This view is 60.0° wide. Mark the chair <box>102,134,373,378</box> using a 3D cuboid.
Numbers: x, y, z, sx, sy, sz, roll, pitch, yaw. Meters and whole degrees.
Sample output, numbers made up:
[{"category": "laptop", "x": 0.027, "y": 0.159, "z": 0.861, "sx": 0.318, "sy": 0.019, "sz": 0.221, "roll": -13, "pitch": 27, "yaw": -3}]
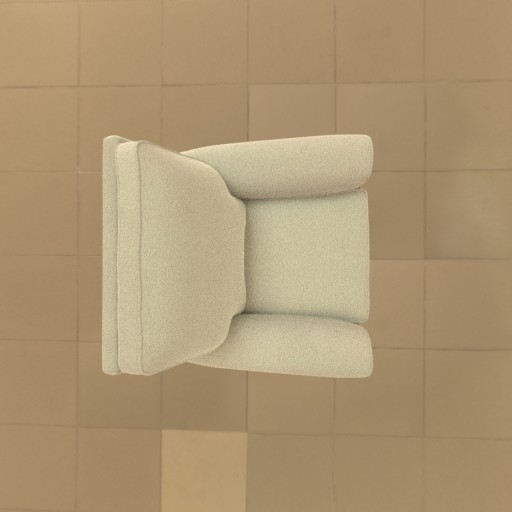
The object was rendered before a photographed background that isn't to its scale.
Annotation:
[{"category": "chair", "x": 0.000, "y": 0.000, "z": 1.678, "sx": 0.878, "sy": 0.960, "sz": 0.890, "roll": 0, "pitch": 89, "yaw": 3}]
